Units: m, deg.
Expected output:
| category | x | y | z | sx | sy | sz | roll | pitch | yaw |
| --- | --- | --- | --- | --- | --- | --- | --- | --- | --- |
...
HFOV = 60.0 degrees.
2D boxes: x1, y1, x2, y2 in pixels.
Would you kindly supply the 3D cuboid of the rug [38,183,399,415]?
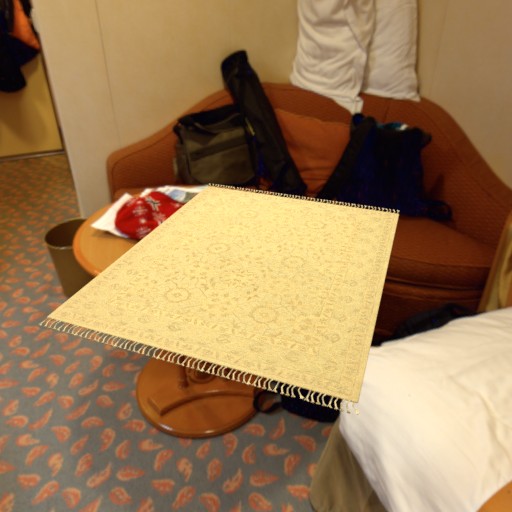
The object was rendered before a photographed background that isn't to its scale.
| category | x | y | z | sx | sy | sz | roll | pitch | yaw |
| --- | --- | --- | --- | --- | --- | --- | --- | --- | --- |
| rug | 0.000 | 0.000 | 4.208 | 2.444 | 0.013 | 3.043 | 11 | 33 | 17 |
